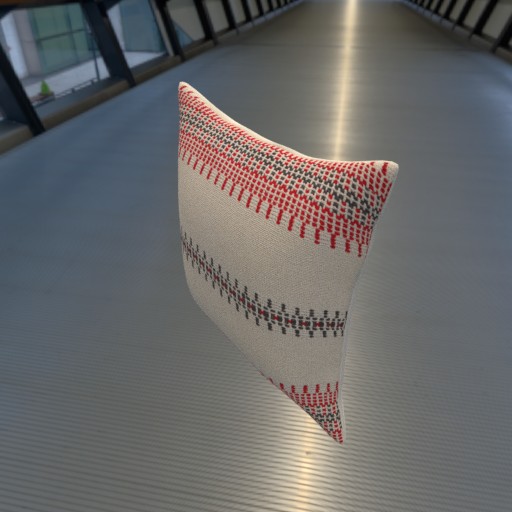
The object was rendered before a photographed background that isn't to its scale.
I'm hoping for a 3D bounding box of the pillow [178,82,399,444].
[{"bbox_3d":[0.000,0.000,0.709,0.160,0.454,0.463,-21,39,-29],"label":"pillow"}]
